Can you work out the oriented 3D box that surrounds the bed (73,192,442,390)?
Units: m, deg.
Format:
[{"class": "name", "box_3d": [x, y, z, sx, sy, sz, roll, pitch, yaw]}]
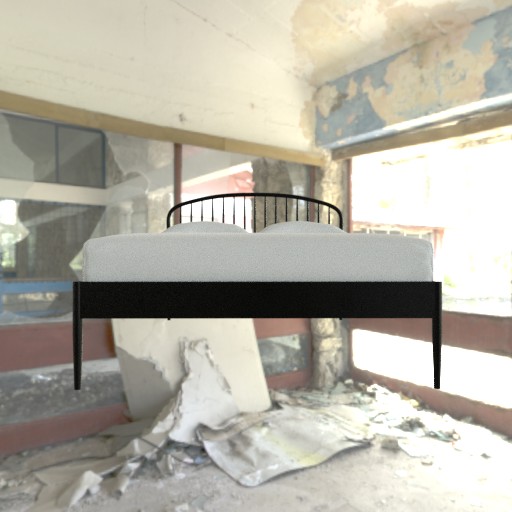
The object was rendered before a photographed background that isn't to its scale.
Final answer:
[{"class": "bed", "box_3d": [0.000, 0.000, 2.997, 1.618, 1.166, 2.159, 0, 0, 0]}]
